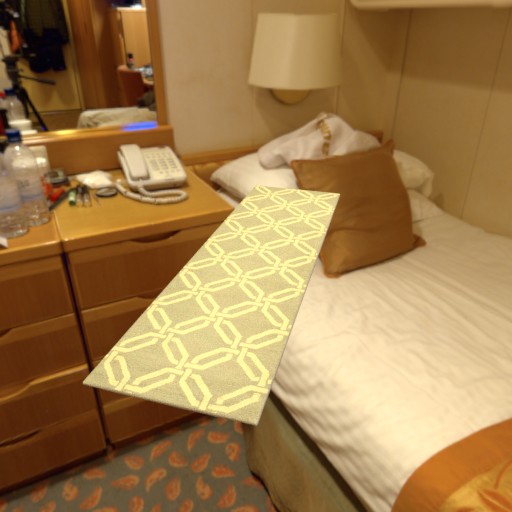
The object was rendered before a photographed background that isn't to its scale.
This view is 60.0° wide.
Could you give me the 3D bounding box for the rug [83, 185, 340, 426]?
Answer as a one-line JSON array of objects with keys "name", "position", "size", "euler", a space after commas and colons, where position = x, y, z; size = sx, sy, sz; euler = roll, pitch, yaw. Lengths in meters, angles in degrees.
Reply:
[{"name": "rug", "position": [0.000, 0.000, 2.519], "size": [0.678, 0.014, 2.276], "euler": [8, 29, 14]}]
